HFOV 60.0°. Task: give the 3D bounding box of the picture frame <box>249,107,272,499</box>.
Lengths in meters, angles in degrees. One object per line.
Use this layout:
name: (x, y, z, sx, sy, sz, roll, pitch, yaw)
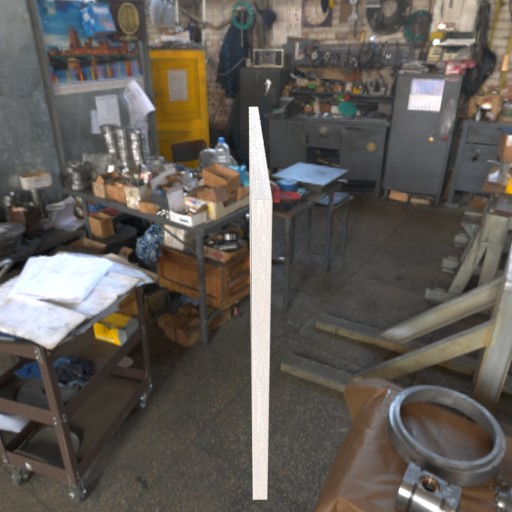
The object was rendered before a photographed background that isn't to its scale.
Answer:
picture frame: (0.000, 0.000, 1.188, 0.029, 0.640, 0.950, 0, 26, -1)
